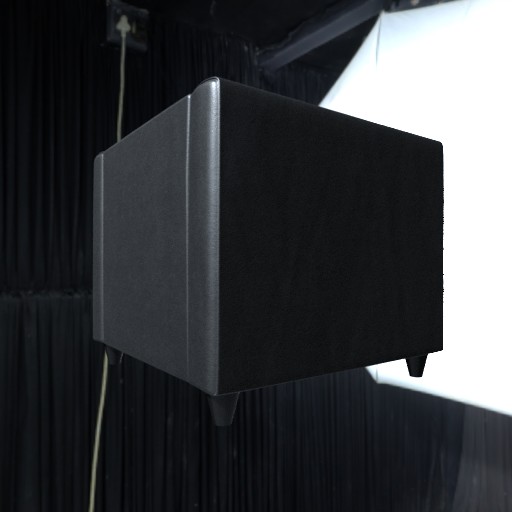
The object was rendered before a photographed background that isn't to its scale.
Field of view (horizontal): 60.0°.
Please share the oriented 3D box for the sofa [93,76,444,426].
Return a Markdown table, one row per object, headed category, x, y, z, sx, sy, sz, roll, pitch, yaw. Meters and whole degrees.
| category | x | y | z | sx | sy | sz | roll | pitch | yaw |
| --- | --- | --- | --- | --- | --- | --- | --- | --- | --- |
| sofa | 0.000 | 0.000 | 1.424 | 0.809 | 0.724 | 0.839 | 1 | -2 | -36 |
